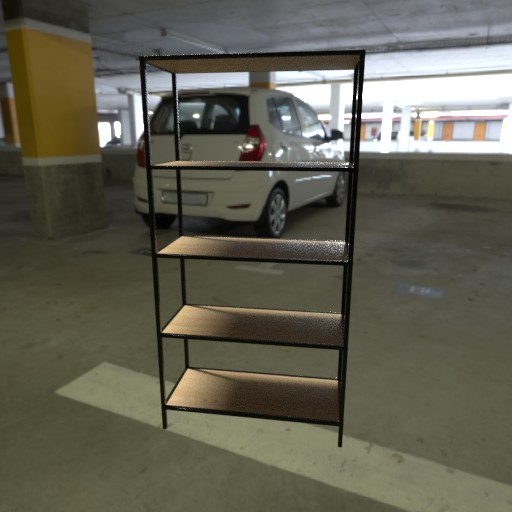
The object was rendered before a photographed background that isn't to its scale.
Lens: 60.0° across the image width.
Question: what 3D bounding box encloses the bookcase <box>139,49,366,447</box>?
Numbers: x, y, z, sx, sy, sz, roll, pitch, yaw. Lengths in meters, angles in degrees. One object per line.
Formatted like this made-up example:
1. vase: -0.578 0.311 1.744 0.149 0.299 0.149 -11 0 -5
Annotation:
1. bookcase: 0.000 0.000 1.844 0.770 1.500 0.350 2 15 9
